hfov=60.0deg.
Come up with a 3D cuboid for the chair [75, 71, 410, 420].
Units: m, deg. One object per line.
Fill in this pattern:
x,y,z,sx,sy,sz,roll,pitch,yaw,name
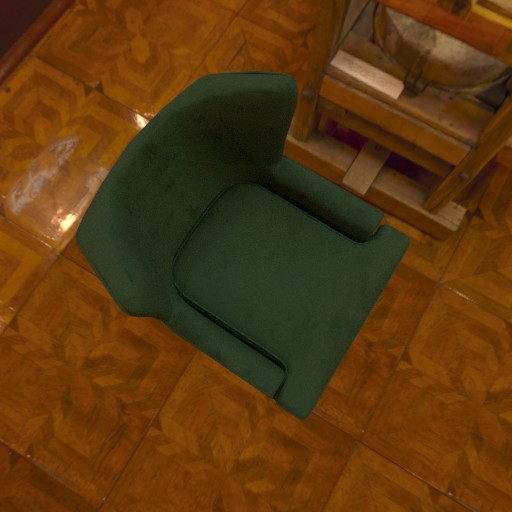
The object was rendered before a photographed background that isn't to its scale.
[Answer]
0.000,0.000,1.600,0.910,0.952,0.793,32,78,8,chair
